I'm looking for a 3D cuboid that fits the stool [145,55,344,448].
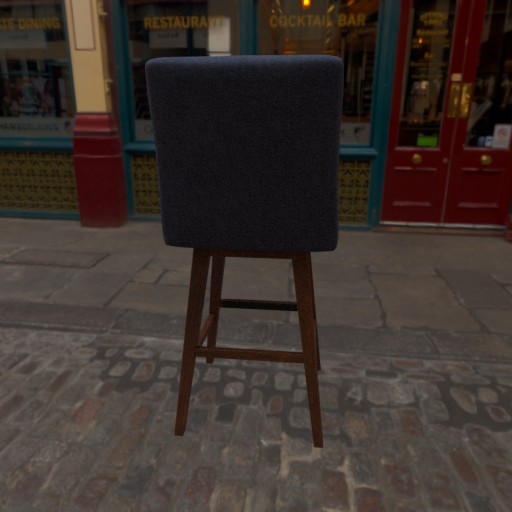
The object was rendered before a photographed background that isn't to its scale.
[{"bbox_3d":[0.000,0.000,1.363,0.489,1.068,0.572,2,17,7],"label":"stool"}]
